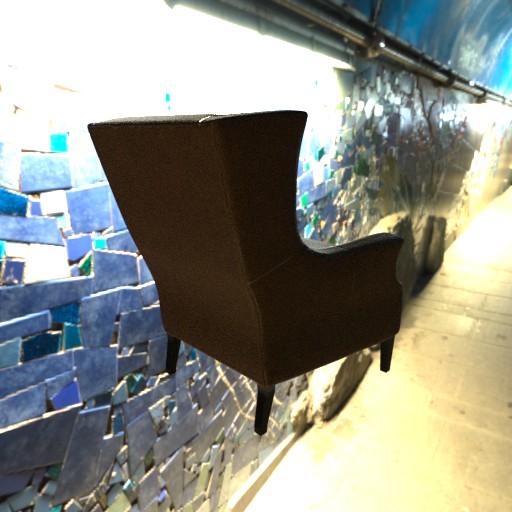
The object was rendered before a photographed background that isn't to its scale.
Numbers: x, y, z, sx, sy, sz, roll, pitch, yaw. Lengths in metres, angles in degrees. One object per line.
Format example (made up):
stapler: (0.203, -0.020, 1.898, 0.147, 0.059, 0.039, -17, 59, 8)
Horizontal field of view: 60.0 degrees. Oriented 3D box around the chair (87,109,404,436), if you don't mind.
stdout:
chair: (0.000, 0.000, 1.667, 0.925, 1.016, 0.852, -15, 22, -42)
